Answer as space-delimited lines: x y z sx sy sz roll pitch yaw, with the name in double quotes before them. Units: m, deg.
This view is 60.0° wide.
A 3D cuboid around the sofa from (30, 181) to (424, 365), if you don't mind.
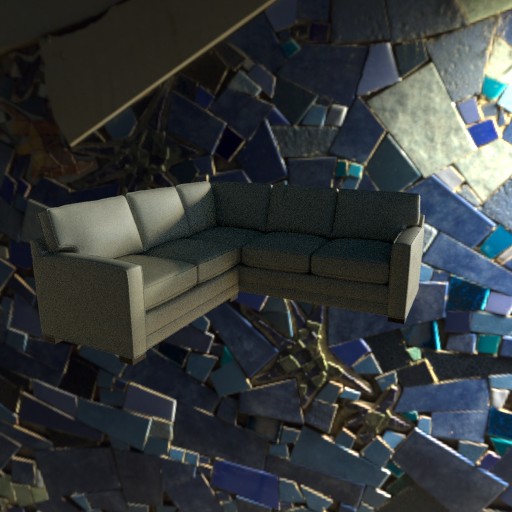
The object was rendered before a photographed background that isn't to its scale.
"sofa" 0.000 0.000 3.389 2.211 0.936 2.188 7 16 25
